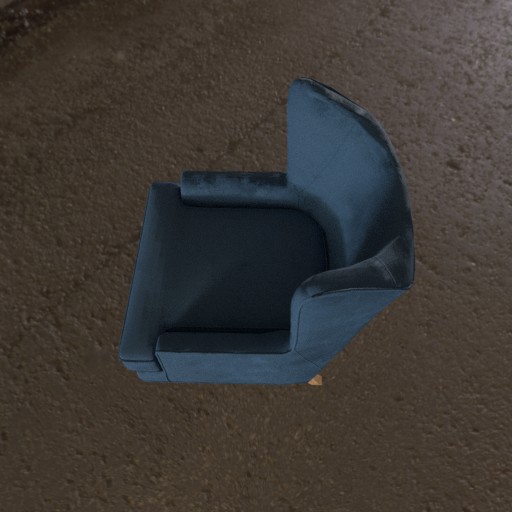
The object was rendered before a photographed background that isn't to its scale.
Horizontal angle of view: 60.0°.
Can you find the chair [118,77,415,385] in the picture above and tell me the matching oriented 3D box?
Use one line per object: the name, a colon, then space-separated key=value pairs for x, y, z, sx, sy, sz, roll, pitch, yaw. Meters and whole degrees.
chair: x=0.000 y=0.000 z=1.619 sx=0.910 sy=0.952 sz=0.793 roll=1 pitch=59 yaw=1
